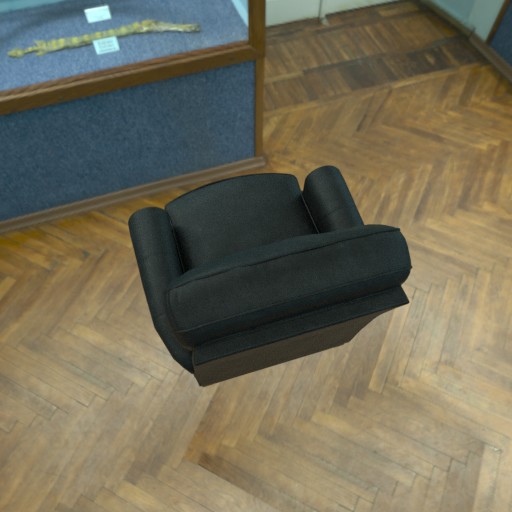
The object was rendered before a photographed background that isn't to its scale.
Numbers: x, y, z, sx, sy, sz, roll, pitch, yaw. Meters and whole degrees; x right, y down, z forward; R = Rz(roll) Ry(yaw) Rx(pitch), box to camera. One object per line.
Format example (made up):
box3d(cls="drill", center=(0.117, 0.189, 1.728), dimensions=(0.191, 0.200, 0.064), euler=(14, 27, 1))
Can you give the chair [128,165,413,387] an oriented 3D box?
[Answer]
box3d(cls="chair", center=(0.000, 0.000, 1.812), dimensions=(0.936, 1.018, 0.986), euler=(-15, 59, -9))
